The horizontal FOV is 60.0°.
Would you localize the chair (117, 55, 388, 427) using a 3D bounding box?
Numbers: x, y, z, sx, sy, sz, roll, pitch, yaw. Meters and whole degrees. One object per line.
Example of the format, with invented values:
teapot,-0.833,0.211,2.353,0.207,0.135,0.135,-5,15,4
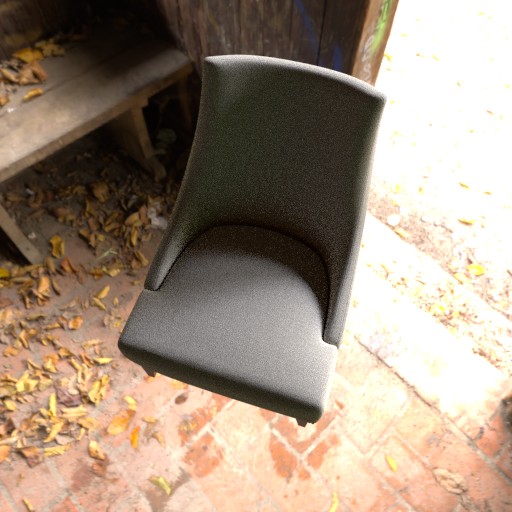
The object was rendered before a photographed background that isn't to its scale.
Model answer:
chair,0.000,0.000,1.488,0.701,0.909,0.861,15,61,9
